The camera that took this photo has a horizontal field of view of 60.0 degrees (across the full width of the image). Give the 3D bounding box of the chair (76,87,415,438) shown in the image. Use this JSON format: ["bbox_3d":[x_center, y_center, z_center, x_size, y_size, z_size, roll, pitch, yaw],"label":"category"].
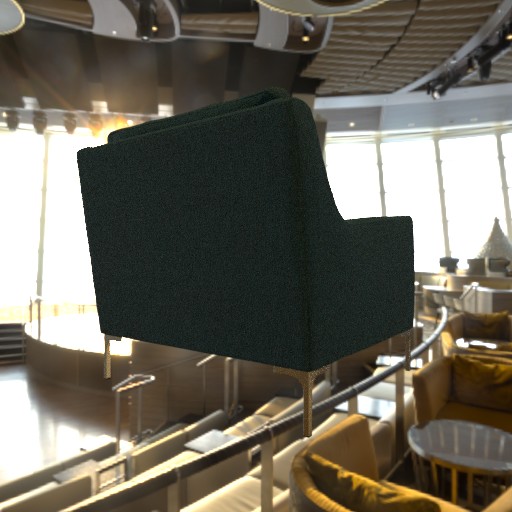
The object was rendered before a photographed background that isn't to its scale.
[{"bbox_3d":[0.000,0.000,1.512,0.847,0.828,0.849,0,1,37],"label":"chair"}]
